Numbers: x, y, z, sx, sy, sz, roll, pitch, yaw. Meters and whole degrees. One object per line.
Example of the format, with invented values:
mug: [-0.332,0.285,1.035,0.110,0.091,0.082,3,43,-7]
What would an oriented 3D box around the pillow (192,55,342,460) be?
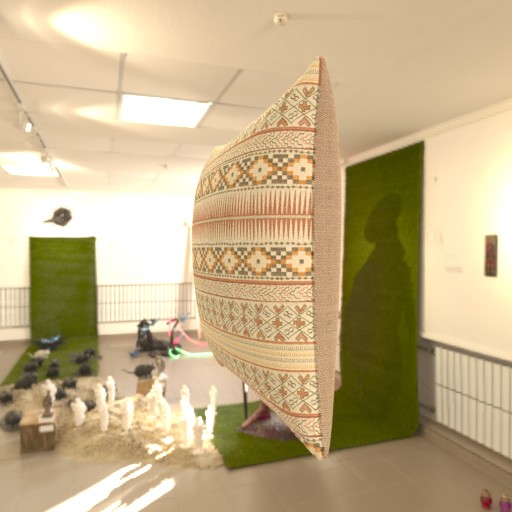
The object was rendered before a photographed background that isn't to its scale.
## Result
pillow: [0.000,0.000,0.804,0.215,0.519,0.521,0,1,-20]
